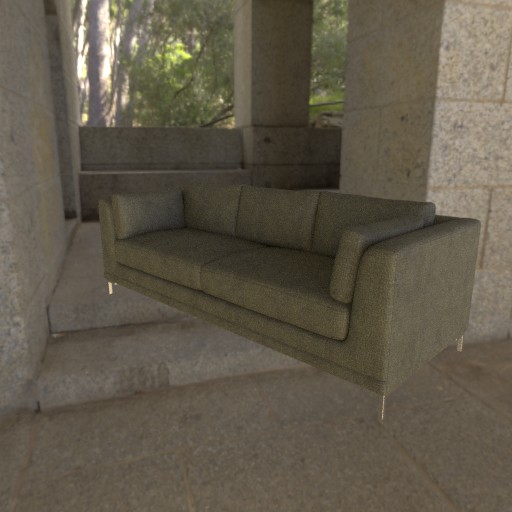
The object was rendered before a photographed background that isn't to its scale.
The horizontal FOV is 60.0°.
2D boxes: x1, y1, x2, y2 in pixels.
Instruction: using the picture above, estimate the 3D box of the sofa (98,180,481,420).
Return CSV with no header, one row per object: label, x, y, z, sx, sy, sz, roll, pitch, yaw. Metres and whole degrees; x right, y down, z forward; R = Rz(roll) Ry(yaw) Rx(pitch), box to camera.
sofa,0.000,0.000,2.911,2.415,0.867,0.969,13,19,42
